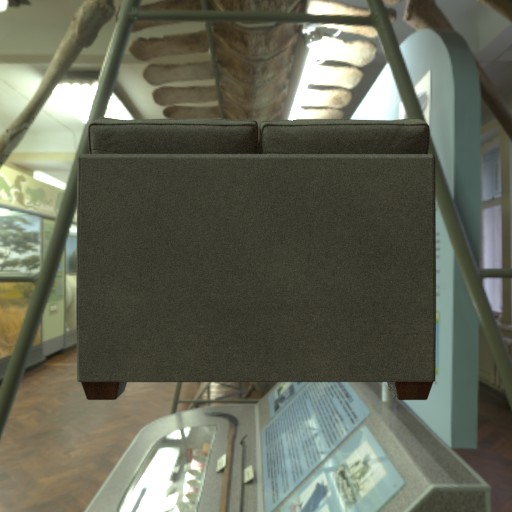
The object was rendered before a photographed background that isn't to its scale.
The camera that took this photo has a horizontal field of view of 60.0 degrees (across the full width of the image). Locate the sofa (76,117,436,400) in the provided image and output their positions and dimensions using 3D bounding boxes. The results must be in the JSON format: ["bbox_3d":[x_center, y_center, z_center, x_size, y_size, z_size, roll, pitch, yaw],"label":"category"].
[{"bbox_3d":[0.000,0.000,1.965,1.237,1.008,0.951,0,-1,0],"label":"sofa"}]
